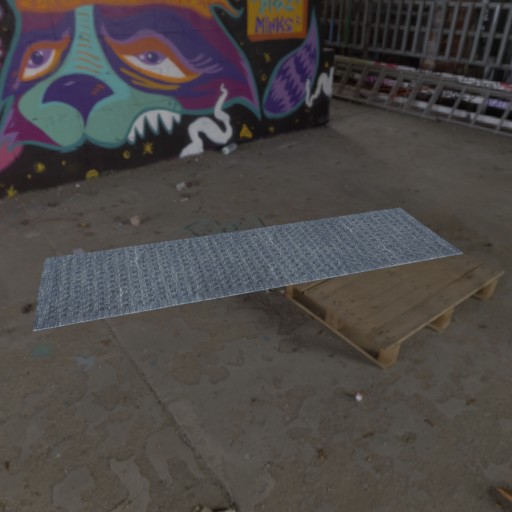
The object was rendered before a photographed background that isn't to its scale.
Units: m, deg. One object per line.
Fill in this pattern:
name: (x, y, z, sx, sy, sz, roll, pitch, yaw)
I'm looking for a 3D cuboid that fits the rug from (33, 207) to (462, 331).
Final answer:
rug: (0.000, 0.000, 2.690, 2.443, 0.008, 0.688, -9, 32, -15)
